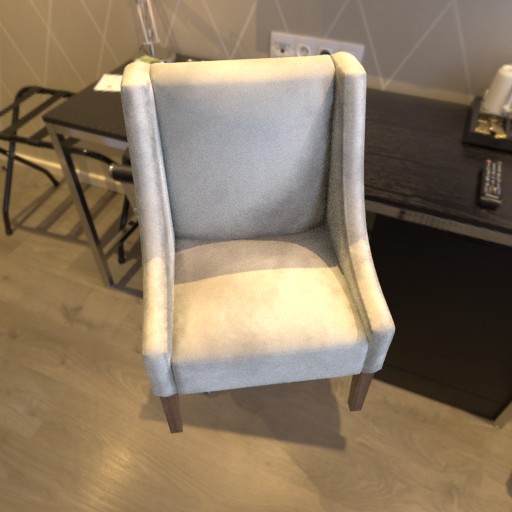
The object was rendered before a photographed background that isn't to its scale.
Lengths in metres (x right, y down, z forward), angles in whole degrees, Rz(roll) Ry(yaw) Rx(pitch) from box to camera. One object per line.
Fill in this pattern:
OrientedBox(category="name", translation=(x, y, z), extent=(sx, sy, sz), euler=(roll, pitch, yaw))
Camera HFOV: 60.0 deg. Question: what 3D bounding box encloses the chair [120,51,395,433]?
OrientedBox(category="chair", translation=(0.000, 0.000, 1.266), extent=(0.629, 0.895, 0.629), euler=(-5, 45, -5))
